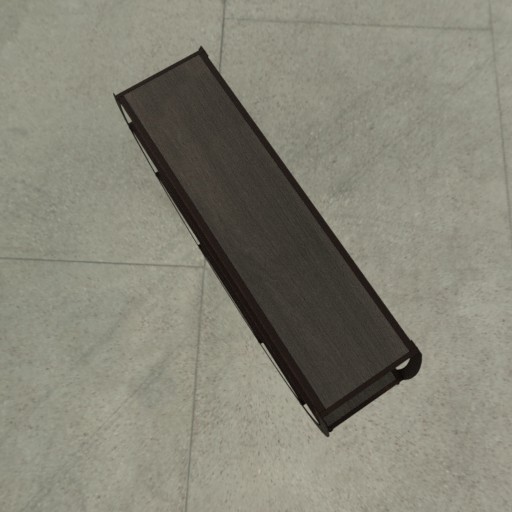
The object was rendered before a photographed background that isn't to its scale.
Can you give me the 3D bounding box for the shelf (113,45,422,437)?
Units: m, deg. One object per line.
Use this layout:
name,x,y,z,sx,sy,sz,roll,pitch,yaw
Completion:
shelf,0.000,0.000,1.872,0.344,1.063,1.403,-32,78,-8
